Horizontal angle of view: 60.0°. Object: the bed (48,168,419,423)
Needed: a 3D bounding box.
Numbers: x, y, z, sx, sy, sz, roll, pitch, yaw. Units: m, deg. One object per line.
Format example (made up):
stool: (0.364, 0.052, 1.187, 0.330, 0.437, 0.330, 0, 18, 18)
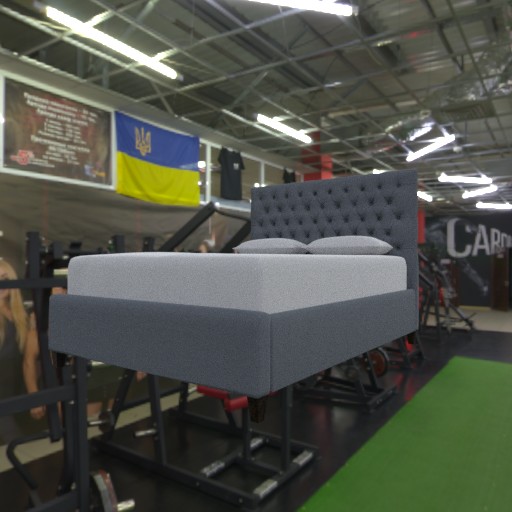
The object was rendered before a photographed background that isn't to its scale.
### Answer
bed: (0.000, 0.000, 3.231, 1.698, 1.427, 2.231, 0, 0, 36)
